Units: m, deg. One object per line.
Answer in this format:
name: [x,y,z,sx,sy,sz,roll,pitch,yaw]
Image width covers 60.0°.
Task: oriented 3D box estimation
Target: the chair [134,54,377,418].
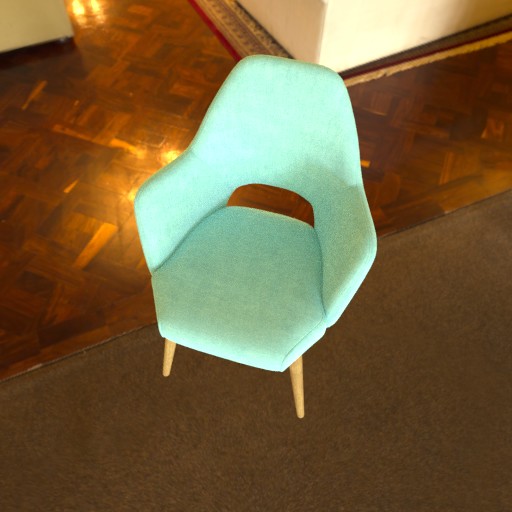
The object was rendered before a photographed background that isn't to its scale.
chair: [0.000,0.000,1.236,0.590,0.840,0.610,14,58,9]
